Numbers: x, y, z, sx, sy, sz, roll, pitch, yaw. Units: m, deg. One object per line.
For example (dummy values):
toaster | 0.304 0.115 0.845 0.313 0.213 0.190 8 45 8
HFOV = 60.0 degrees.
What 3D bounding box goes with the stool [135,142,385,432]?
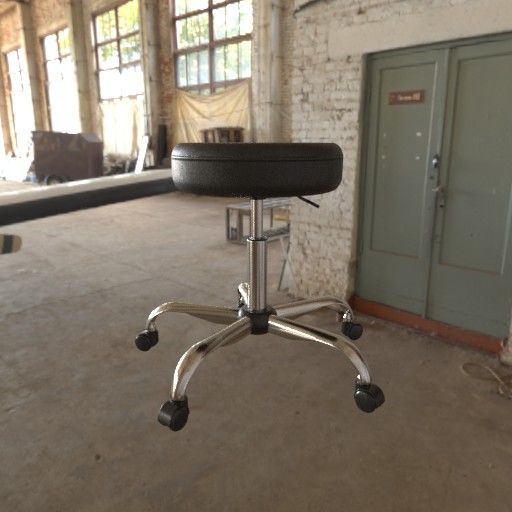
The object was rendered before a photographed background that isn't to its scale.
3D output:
stool | 0.000 0.000 1.161 0.673 0.576 0.638 -2 15 -8
